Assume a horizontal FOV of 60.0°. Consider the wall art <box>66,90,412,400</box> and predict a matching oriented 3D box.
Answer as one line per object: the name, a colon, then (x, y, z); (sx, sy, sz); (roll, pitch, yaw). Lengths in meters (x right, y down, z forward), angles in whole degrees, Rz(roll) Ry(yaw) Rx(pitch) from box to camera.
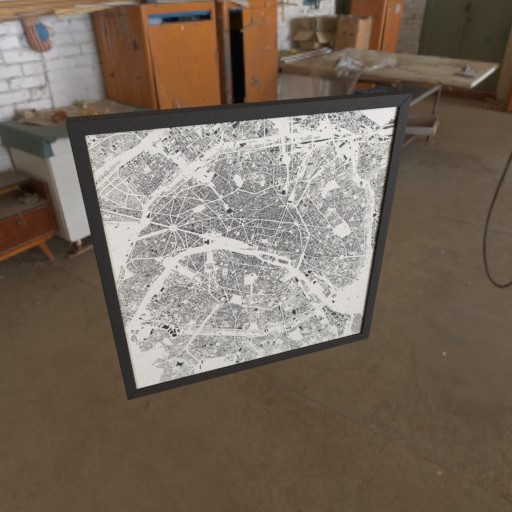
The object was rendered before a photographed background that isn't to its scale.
wall art: (0.000, 0.000, 1.146); (0.763, 0.763, 0.037); (-10, 33, -16)
